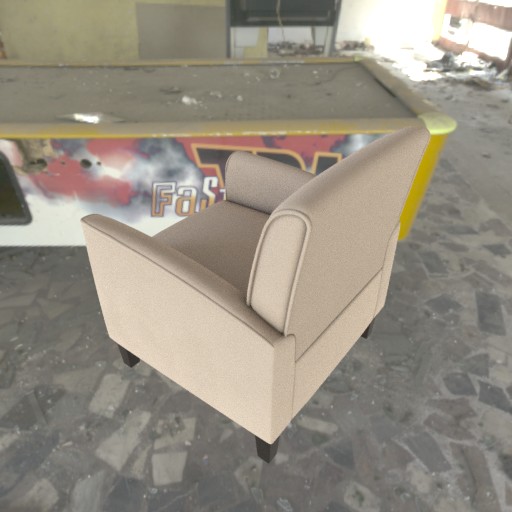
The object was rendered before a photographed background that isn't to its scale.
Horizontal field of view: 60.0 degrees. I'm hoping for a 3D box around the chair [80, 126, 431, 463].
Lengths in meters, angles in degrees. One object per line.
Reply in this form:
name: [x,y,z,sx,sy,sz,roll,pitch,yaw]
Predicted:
chair: [0.000,0.000,1.568,0.820,0.915,0.820,22,39,30]
